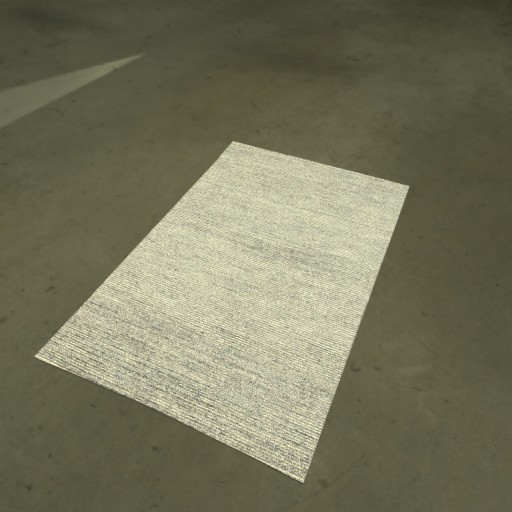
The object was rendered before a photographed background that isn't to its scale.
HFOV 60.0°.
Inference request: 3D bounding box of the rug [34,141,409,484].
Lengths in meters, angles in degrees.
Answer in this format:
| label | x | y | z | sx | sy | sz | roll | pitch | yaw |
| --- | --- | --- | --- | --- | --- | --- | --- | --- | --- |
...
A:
| label | x | y | z | sx | sy | sz | roll | pitch | yaw |
| --- | --- | --- | --- | --- | --- | --- | --- | --- | --- |
| rug | 0.000 | 0.000 | 2.189 | 1.159 | 0.021 | 1.789 | 18 | 49 | 17 |
